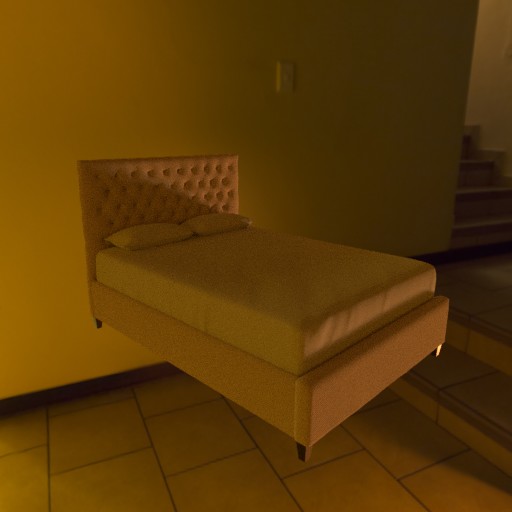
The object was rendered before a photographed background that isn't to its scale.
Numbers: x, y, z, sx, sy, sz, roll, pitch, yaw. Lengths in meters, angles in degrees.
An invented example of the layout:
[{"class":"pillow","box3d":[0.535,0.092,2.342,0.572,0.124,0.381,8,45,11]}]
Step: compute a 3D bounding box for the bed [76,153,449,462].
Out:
[{"class":"bed","box3d":[0.000,0.000,3.429,2.387,1.427,1.698,15,22,43]}]
